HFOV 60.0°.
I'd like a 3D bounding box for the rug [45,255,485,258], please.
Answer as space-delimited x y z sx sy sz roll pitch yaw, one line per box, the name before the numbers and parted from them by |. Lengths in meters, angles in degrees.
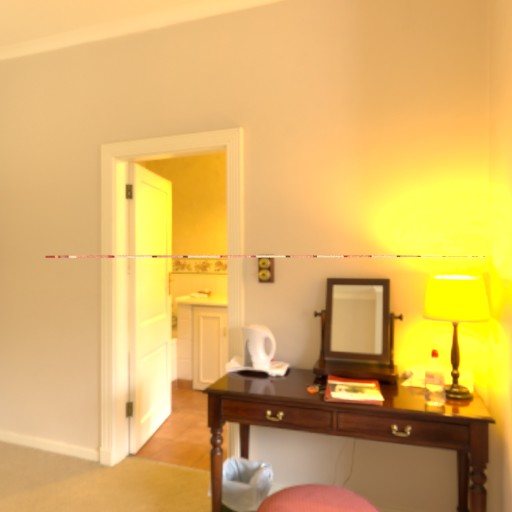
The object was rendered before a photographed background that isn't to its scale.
rug | 0.000 0.000 3.031 2.431 0.010 1.535 0 0 -18
